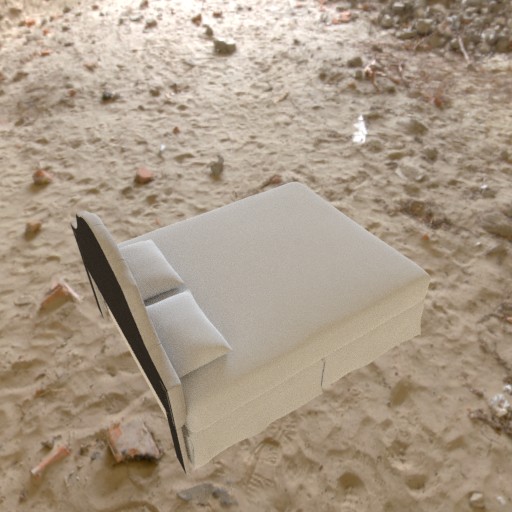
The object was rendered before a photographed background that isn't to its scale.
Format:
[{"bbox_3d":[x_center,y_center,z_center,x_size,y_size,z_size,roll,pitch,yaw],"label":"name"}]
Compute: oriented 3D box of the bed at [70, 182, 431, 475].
[{"bbox_3d":[0.000,0.000,3.804,2.477,1.617,2.039,-23,45,-25],"label":"bed"}]
